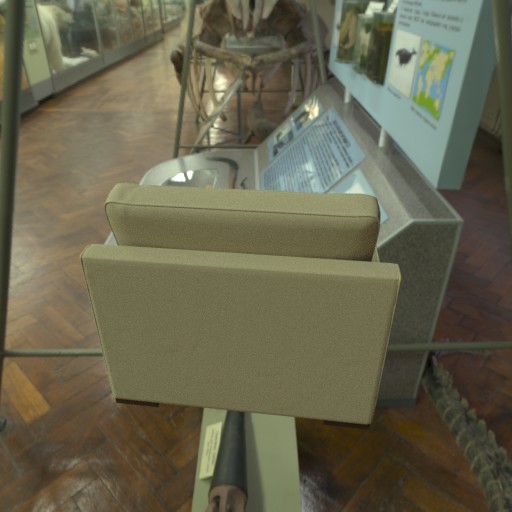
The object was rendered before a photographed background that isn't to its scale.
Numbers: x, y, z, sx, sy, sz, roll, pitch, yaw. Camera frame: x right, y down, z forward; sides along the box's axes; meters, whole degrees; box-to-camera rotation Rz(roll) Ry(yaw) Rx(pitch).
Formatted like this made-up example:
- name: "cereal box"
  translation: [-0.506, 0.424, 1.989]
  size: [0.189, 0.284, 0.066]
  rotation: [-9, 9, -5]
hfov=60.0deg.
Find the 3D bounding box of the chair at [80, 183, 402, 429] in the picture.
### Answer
- name: "chair"
  translation: [0.000, 0.000, 2.179]
  size: [1.293, 1.005, 1.274]
  rotation: [0, 31, 0]
